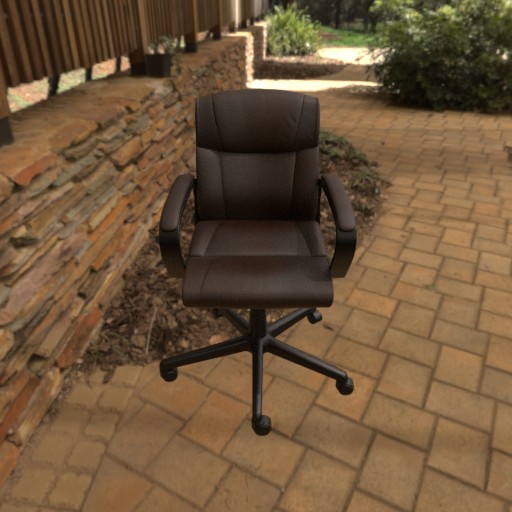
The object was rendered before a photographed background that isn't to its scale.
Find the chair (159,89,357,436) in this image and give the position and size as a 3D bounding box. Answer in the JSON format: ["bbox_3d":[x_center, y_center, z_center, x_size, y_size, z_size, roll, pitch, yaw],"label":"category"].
[{"bbox_3d":[0.000,0.000,1.558,0.739,1.004,0.717,0,30,0],"label":"chair"}]
